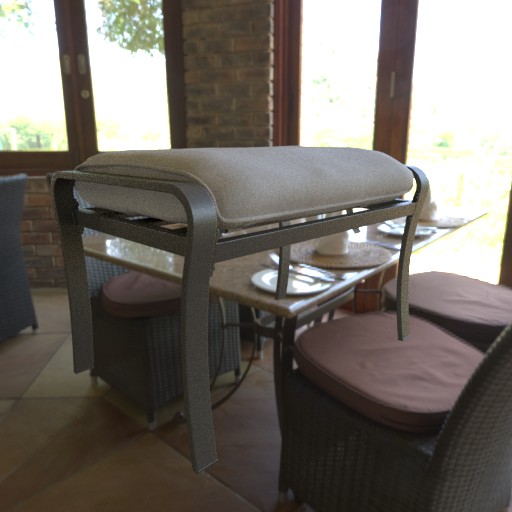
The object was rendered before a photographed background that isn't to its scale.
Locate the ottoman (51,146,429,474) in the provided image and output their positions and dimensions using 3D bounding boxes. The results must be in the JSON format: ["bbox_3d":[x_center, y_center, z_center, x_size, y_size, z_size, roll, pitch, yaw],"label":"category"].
[{"bbox_3d":[0.000,0.000,0.879,0.406,0.422,0.610,14,20,43],"label":"ottoman"}]
